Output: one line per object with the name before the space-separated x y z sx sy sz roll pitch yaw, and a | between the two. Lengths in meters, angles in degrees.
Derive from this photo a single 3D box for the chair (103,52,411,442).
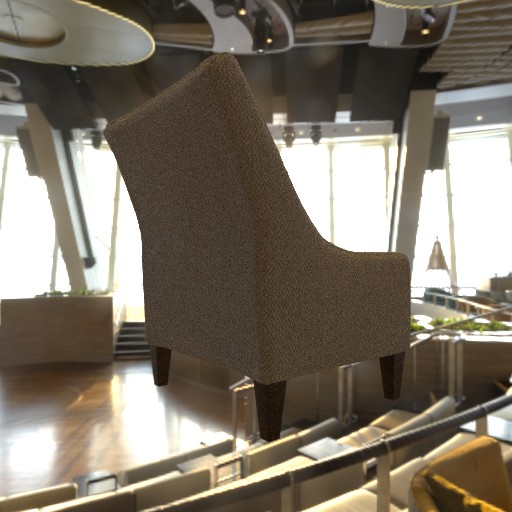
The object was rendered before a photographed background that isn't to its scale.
chair | 0.000 0.000 1.622 0.870 1.014 0.774 0 0 -39
